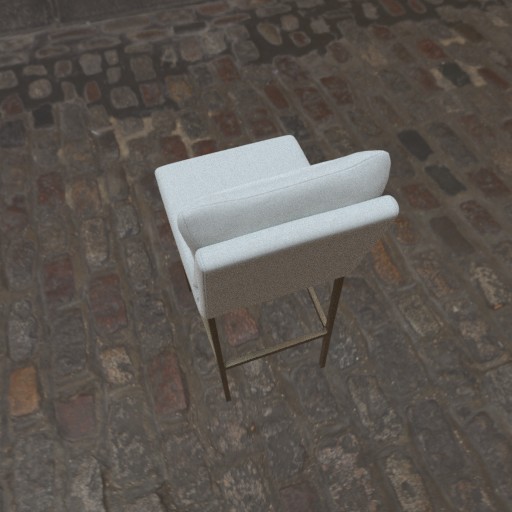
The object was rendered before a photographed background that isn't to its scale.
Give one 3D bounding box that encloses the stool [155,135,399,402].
[{"bbox_3d":[0.000,0.000,1.418,0.463,1.125,0.572,-17,60,-10],"label":"stool"}]
